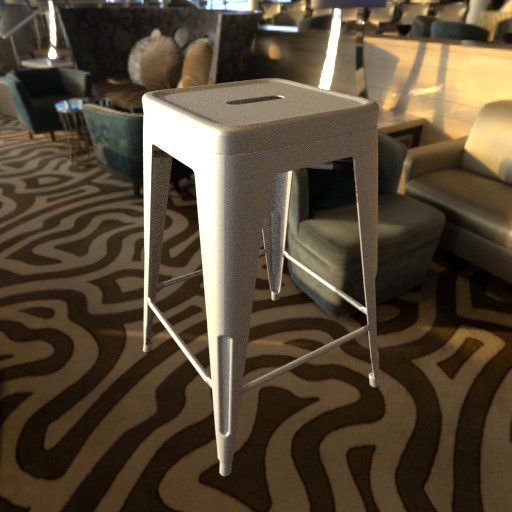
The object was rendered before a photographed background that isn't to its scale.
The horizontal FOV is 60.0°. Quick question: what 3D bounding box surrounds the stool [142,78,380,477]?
[{"bbox_3d":[0.000,0.000,0.886,0.406,0.610,0.406,-18,35,-28],"label":"stool"}]
